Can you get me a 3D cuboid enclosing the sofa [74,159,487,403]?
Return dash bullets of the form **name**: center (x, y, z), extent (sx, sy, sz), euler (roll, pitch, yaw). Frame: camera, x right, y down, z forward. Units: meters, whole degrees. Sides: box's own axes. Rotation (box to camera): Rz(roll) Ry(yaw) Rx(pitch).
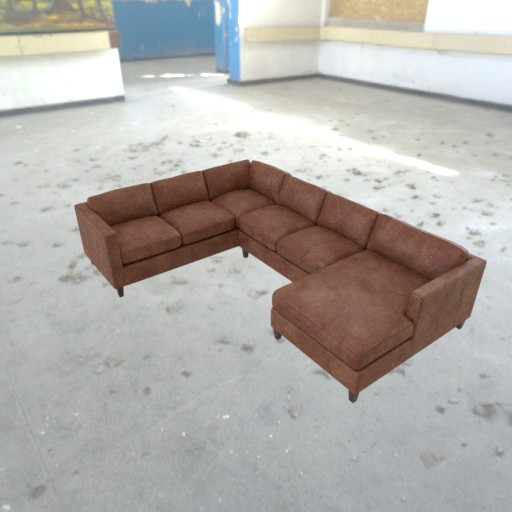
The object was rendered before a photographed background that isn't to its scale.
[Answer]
- **sofa**: center (0.000, 0.000, 4.429), extent (2.452, 0.888, 3.324), euler (-21, 36, -31)
